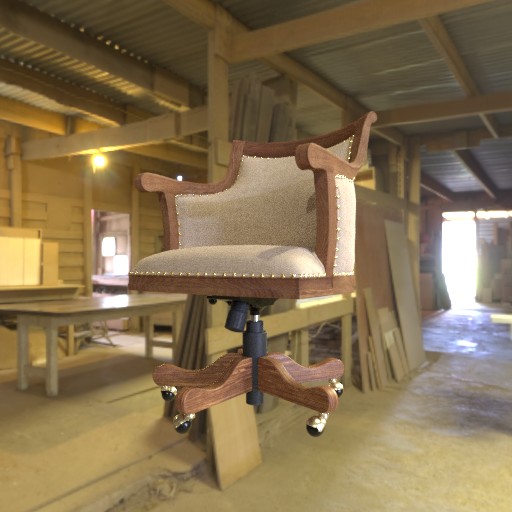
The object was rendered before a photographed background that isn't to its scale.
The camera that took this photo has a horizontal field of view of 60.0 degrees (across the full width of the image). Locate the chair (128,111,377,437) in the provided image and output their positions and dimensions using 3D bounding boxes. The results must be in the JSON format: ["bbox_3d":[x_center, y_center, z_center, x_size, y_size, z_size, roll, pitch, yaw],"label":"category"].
[{"bbox_3d":[0.000,0.000,1.437,0.656,0.965,0.689,-1,-1,36],"label":"chair"}]
